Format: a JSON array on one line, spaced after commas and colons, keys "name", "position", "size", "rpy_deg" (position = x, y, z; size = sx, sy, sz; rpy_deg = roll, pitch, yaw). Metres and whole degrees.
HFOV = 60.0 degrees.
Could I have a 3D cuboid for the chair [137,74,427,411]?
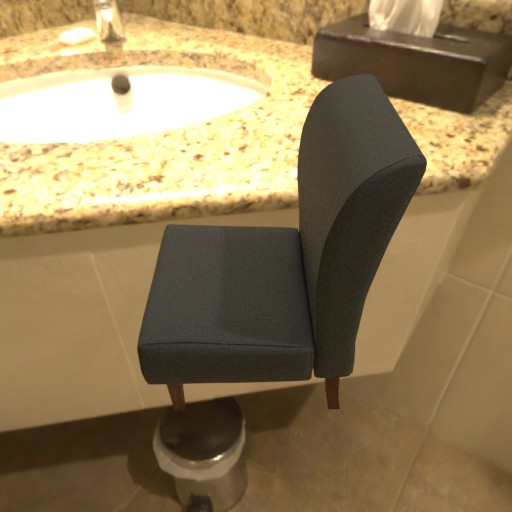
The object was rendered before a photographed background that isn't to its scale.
[{"name": "chair", "position": [0.000, 0.000, 1.175], "size": [0.592, 0.804, 0.513], "rpy_deg": [-1, 41, -1]}]
